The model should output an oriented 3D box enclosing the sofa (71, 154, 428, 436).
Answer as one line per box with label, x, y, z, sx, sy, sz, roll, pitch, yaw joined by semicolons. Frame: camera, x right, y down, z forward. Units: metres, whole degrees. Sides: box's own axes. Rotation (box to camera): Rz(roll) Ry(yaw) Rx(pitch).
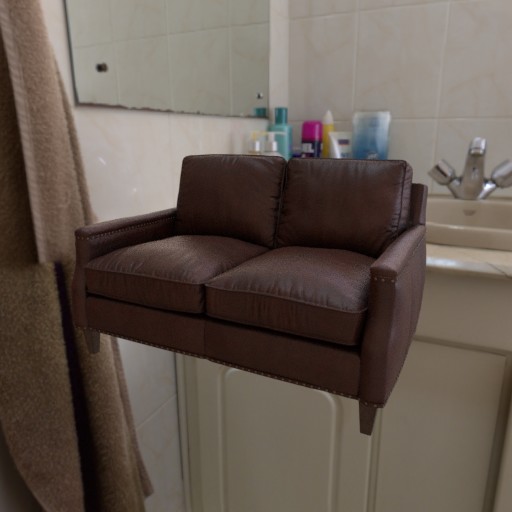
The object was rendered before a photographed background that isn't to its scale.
sofa;0.000;0.000;2.304;1.628;1.003;1.083;7;16;26
